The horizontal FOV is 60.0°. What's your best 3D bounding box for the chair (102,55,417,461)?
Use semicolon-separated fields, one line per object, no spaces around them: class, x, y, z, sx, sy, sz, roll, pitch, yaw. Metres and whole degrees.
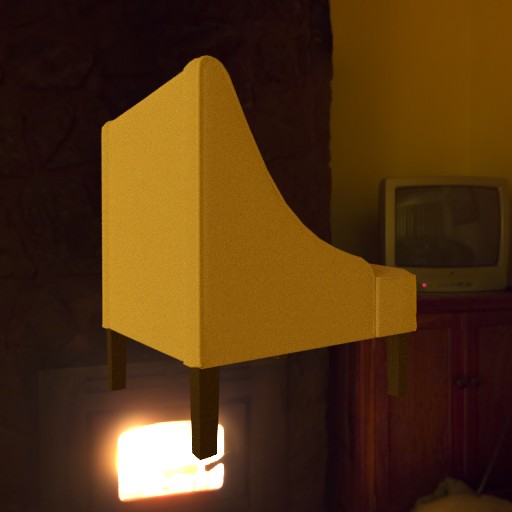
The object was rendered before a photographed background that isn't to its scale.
chair;0.000;0.000;1.449;0.806;0.886;0.689;-1;1;-36
